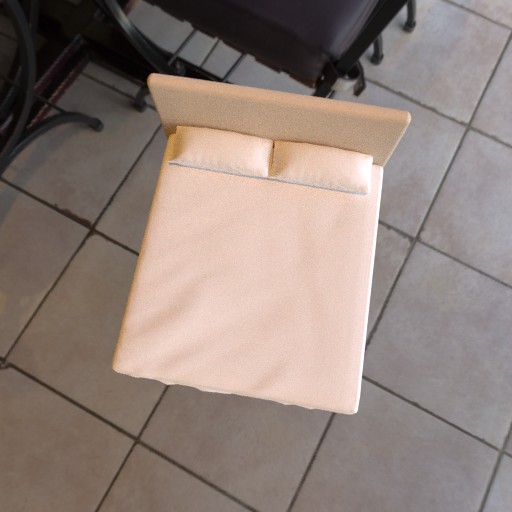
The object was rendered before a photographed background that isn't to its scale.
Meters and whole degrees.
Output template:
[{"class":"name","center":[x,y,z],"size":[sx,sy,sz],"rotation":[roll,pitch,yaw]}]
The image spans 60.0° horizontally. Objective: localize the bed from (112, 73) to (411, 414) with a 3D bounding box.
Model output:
[{"class":"bed","center":[0.000,0.000,3.701],"size":[2.119,1.317,2.319],"rotation":[9,75,3]}]
